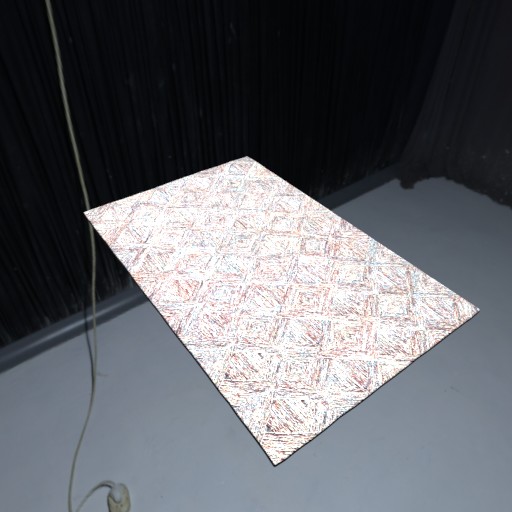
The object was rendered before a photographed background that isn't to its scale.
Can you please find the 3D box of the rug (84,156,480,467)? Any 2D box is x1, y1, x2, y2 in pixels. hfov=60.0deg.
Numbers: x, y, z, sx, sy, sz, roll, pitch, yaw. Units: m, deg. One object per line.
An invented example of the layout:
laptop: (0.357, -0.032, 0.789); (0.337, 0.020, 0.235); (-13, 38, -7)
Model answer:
rug: (0.000, 0.000, 2.215); (1.143, 0.014, 1.761); (-26, 47, -27)
